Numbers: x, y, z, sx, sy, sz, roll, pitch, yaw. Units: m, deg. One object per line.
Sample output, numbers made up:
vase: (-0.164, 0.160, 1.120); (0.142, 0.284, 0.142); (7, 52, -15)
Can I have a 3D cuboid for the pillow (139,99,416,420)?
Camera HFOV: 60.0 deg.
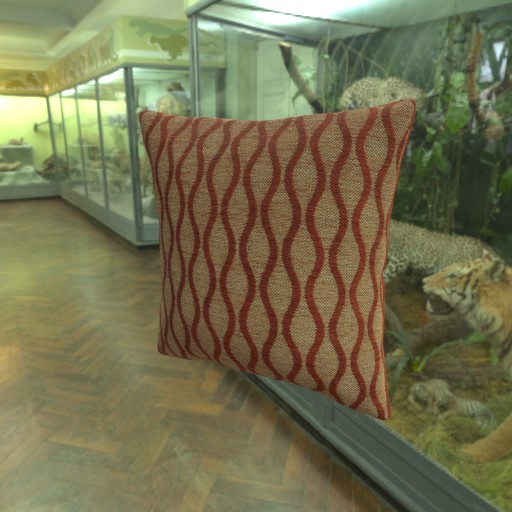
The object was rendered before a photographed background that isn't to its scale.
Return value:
pillow: (0.000, 0.000, 0.666); (0.429, 0.434, 0.159); (8, 18, 26)
